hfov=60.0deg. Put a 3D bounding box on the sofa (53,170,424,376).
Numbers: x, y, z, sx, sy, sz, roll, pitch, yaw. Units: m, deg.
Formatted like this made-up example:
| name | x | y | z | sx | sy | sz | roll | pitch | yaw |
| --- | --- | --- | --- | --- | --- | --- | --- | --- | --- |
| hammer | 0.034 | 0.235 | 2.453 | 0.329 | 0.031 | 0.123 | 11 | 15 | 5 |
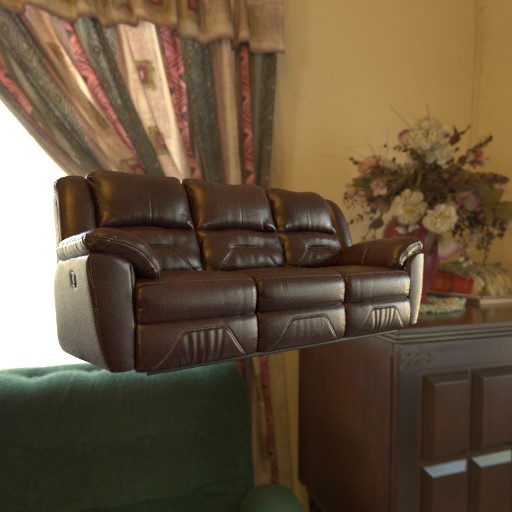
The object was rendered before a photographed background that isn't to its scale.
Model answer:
| name | x | y | z | sx | sy | sz | roll | pitch | yaw |
| --- | --- | --- | --- | --- | --- | --- | --- | --- | --- |
| sofa | 0.000 | 0.000 | 2.829 | 2.337 | 1.043 | 0.991 | -1 | 1 | -36 |
